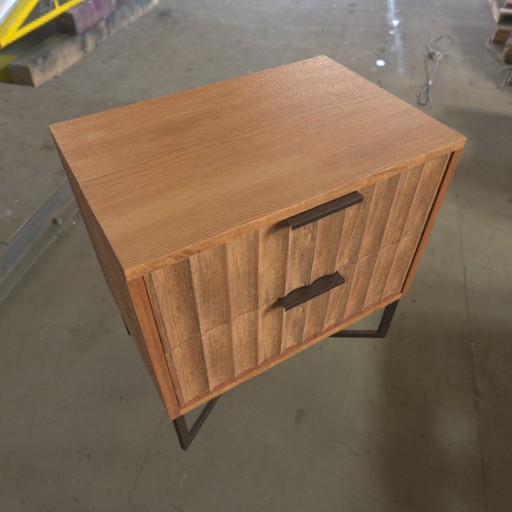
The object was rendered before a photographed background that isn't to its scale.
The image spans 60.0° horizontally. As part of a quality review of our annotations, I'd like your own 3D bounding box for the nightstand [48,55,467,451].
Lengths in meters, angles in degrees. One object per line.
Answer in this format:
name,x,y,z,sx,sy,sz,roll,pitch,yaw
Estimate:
nightstand,0.000,0.000,0.994,0.613,0.615,0.427,-23,50,-21
